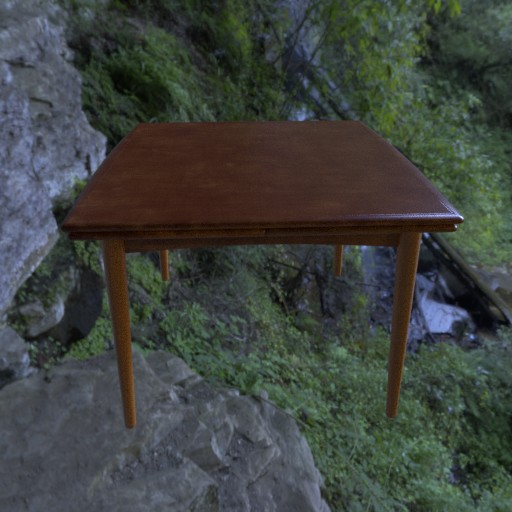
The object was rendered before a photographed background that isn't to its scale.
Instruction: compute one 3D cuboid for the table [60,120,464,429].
[{"bbox_3d":[0.000,0.000,1.641,0.991,0.754,0.991,-1,30,-2],"label":"table"}]
